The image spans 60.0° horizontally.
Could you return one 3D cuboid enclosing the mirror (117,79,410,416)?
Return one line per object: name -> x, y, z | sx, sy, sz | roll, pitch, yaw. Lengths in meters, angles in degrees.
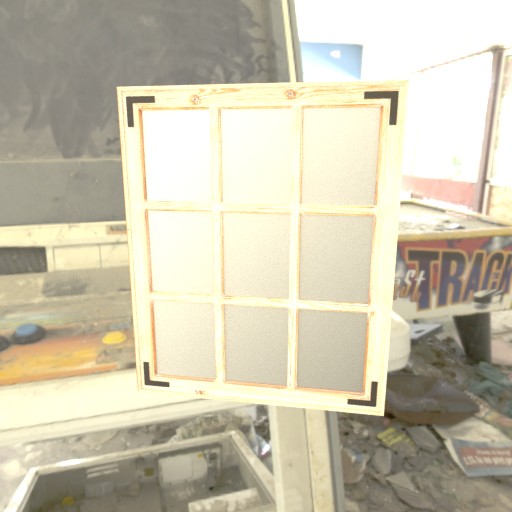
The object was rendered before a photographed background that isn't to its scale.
mirror -> 0.000, 0.000, 1.211 | 0.730, 0.882, 0.032 | 2, 14, 10
